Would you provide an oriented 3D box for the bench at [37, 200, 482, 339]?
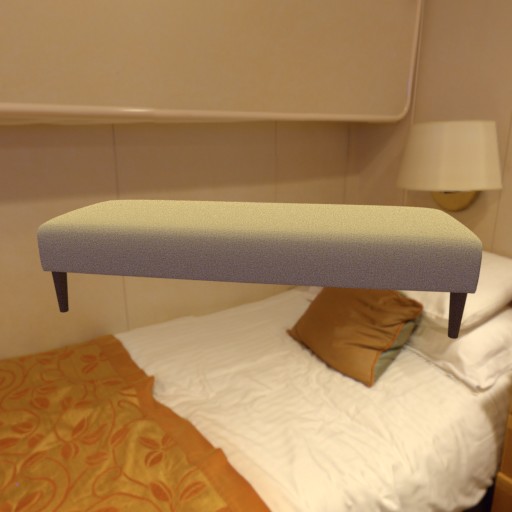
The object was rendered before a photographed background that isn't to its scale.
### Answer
[{"bbox_3d":[0.000,0.000,1.892,1.609,0.393,0.646,2,16,9],"label":"bench"}]
